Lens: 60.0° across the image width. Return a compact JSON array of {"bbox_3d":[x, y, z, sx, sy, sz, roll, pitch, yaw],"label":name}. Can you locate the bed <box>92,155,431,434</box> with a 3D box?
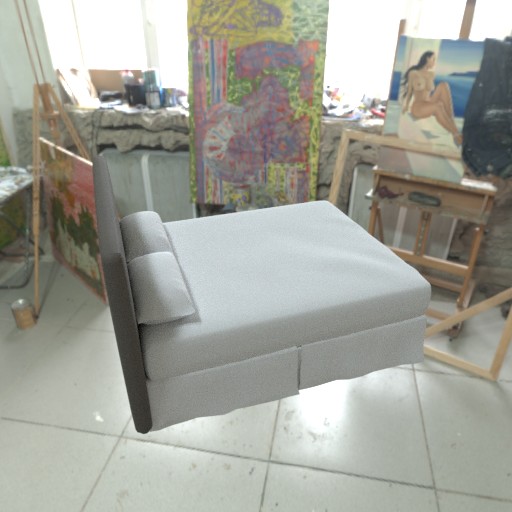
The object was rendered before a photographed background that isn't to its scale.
[{"bbox_3d":[0.000,0.000,3.370,2.142,1.330,1.723,-10,32,-17],"label":"bed"}]
